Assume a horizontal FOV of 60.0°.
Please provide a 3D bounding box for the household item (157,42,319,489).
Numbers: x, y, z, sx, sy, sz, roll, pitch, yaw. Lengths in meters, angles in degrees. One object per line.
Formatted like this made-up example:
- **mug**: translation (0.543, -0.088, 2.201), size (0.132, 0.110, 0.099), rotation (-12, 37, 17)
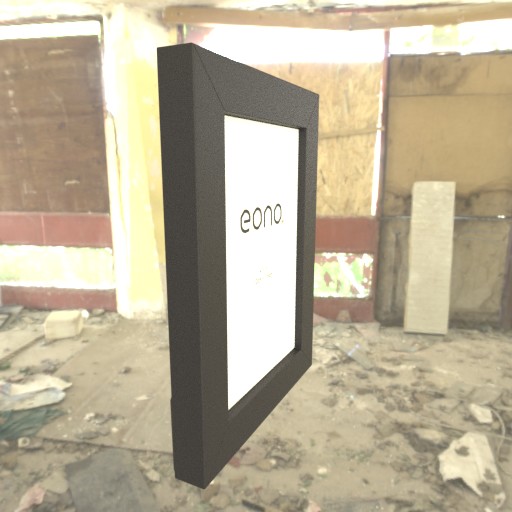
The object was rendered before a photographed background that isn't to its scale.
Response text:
- **household item**: translation (0.000, 0.000, 0.233), size (0.022, 0.178, 0.133), rotation (6, 13, 26)
